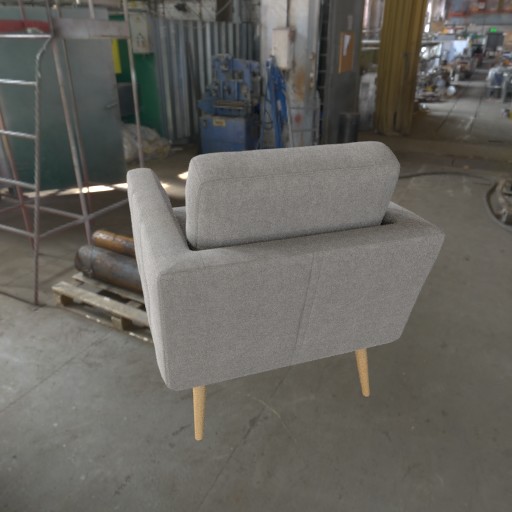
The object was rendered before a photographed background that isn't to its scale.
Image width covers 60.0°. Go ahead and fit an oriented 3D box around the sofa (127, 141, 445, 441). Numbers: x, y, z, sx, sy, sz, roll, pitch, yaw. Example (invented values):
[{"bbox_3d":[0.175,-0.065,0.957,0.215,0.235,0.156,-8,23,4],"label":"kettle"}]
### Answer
[{"bbox_3d":[0.000,0.000,1.516,0.770,0.860,0.920,-8,27,-17],"label":"sofa"}]
